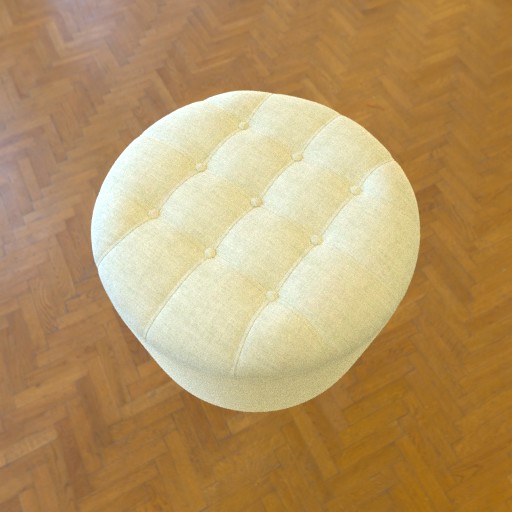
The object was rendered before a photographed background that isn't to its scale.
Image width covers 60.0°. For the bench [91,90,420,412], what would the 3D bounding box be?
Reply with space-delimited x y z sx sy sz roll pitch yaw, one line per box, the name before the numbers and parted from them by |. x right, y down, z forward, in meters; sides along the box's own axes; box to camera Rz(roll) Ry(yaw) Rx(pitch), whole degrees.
bench | 0.000 0.000 0.971 0.600 0.453 0.600 0 63 0
